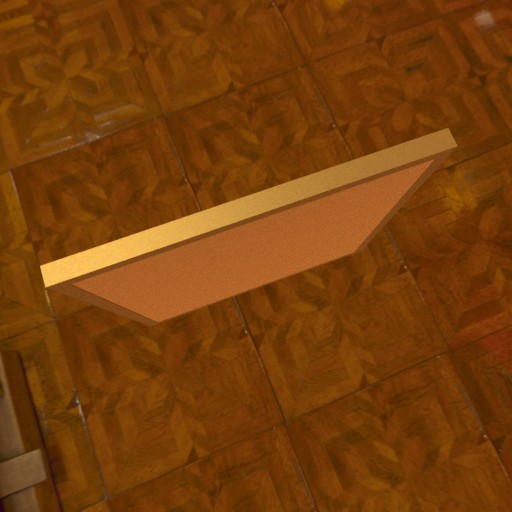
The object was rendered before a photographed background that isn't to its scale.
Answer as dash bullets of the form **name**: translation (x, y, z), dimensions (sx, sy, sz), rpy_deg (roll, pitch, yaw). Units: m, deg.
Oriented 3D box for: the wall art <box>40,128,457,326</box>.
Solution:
- **wall art**: translation (0.000, 0.000, 2.897), dimensions (1.926, 1.926, 0.099), rpy_deg (-19, 77, -5)
